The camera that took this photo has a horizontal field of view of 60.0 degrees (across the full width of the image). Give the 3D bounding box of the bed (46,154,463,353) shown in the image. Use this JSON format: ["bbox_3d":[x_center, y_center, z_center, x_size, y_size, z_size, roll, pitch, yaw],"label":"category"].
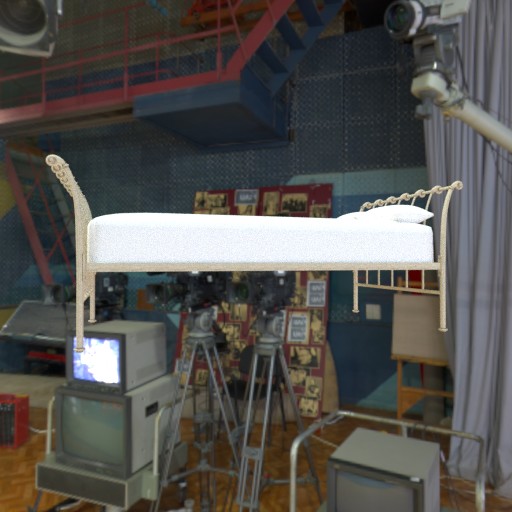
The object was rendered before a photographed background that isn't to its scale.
[{"bbox_3d":[0.000,0.000,2.732,2.228,0.873,1.032,0,-1,-17],"label":"bed"}]
